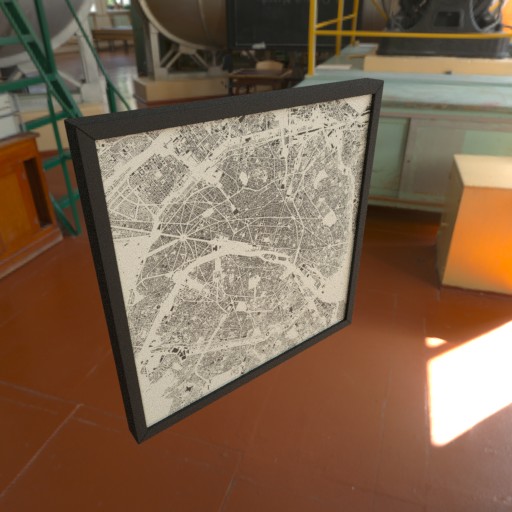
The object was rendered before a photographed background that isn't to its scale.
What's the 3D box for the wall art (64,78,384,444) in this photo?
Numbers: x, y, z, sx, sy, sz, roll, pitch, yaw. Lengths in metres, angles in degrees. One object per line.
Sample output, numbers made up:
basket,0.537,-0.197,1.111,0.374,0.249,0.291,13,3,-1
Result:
wall art,0.000,0.000,0.736,0.508,0.508,0.037,-21,36,-32
